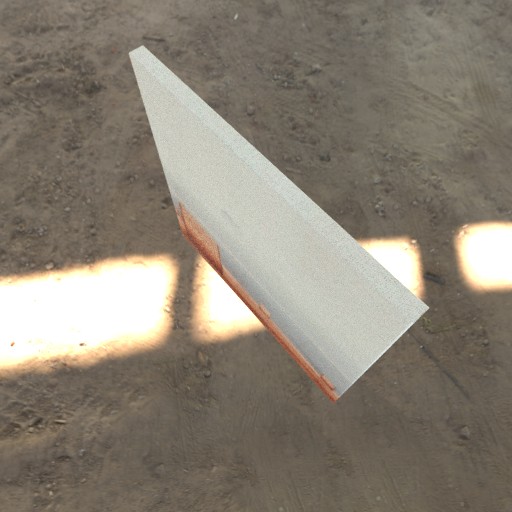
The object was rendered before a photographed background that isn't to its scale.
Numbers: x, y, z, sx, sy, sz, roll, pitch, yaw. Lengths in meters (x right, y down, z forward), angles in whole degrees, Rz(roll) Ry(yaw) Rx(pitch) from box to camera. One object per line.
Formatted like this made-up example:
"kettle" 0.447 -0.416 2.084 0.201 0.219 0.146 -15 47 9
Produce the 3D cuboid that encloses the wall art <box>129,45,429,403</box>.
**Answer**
"wall art" 0.000 0.000 0.600 0.023 0.405 0.405 -37 69 -17
